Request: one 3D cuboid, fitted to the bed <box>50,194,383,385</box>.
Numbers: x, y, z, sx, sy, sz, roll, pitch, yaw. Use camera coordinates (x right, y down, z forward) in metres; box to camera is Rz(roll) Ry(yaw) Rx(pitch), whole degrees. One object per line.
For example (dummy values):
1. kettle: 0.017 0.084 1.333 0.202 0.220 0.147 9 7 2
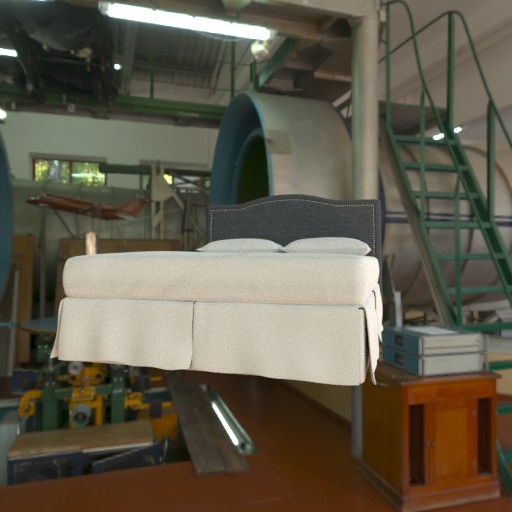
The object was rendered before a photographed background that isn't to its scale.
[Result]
1. bed: 0.000 0.000 3.951 2.161 1.457 2.689 0 0 17
